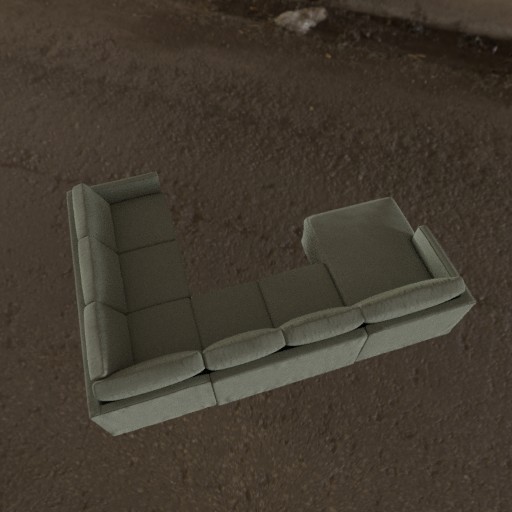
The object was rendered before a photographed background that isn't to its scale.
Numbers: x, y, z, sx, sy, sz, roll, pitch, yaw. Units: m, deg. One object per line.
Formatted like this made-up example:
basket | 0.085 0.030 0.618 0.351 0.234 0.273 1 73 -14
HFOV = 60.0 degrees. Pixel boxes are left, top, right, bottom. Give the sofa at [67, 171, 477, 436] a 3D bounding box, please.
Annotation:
sofa | 0.000 0.000 4.510 3.434 0.869 2.440 -15 58 -9
